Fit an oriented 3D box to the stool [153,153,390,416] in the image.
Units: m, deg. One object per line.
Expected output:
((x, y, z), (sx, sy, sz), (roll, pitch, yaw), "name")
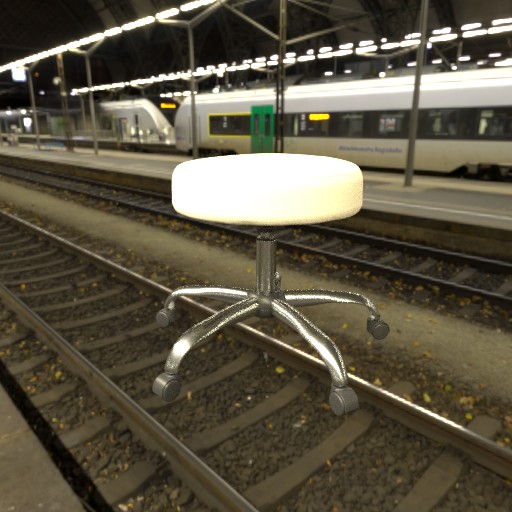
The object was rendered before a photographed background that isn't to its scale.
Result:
((0.000, 0.000, 1.081), (0.614, 0.482, 0.634), (8, 18, 25), "stool")
